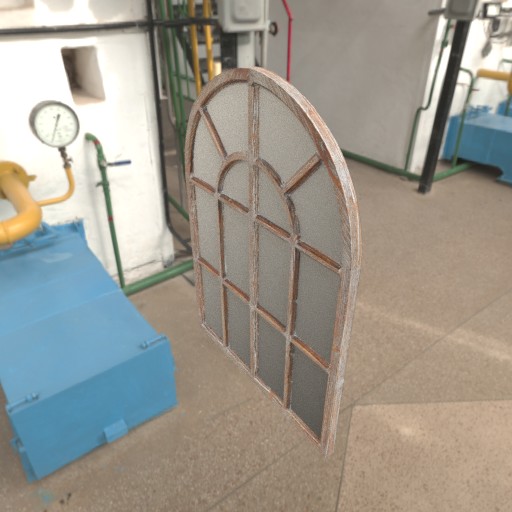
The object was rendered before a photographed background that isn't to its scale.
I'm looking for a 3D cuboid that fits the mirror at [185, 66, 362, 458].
[{"bbox_3d":[0.000,0.000,1.163,0.032,0.920,0.660,-21,38,-30],"label":"mirror"}]
